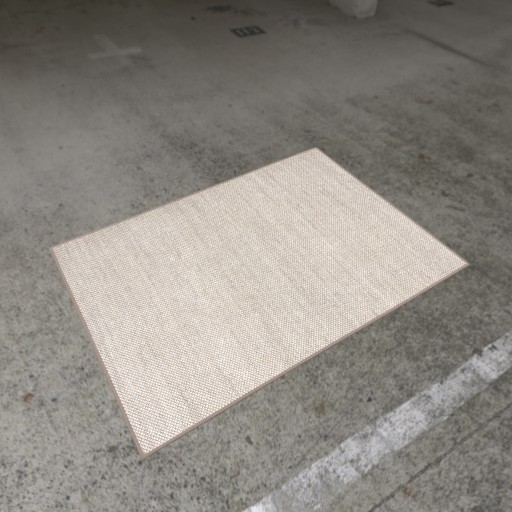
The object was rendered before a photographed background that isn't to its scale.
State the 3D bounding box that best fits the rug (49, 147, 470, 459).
[{"bbox_3d":[0.000,0.000,2.726,2.115,0.013,1.517,-25,51,-22],"label":"rug"}]
